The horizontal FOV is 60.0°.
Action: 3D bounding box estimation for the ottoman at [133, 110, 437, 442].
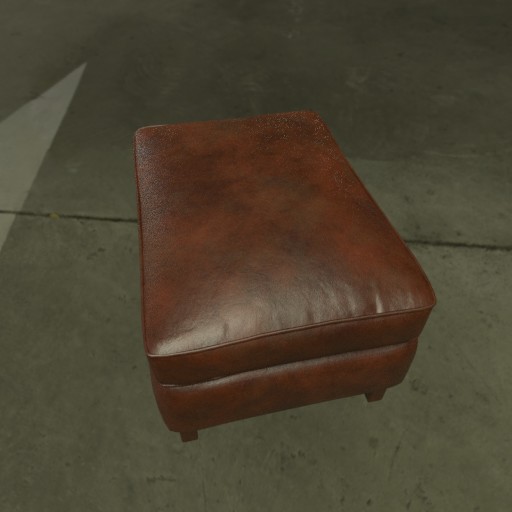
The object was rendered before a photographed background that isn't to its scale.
[{"bbox_3d":[0.000,0.000,0.990,0.501,0.432,0.665,-9,46,-9],"label":"ottoman"}]
